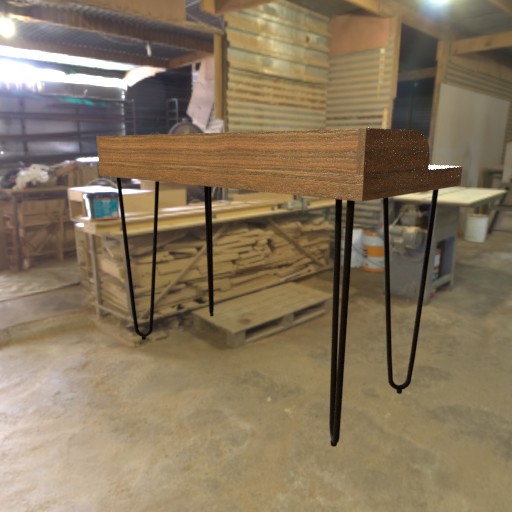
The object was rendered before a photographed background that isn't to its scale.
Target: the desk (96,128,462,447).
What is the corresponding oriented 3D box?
[{"bbox_3d":[0.000,0.000,1.618,1.200,0.854,0.565,14,19,43],"label":"desk"}]
